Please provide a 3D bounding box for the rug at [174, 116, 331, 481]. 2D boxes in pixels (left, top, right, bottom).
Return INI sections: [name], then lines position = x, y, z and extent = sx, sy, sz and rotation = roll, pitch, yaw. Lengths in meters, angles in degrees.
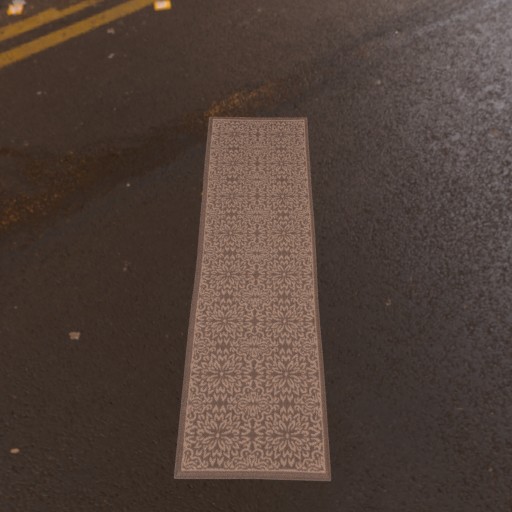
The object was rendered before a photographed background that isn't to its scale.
[rug]
position = 0.000, 0.000, 2.430
extent = 0.662, 0.011, 2.196
rotation = 1, 59, 0
